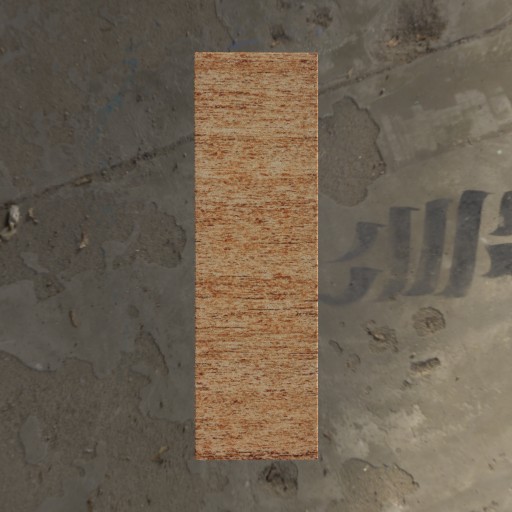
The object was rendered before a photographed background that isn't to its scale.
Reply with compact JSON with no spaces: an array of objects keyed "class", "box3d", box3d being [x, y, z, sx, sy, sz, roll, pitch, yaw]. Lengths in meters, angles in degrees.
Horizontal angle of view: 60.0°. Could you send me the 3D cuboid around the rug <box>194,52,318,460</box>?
[{"class":"rug","box3d":[0.000,0.000,2.438,0.680,0.014,2.237,0,90,0]}]
